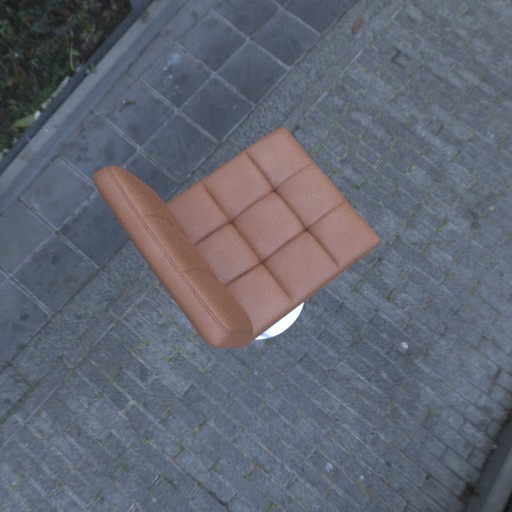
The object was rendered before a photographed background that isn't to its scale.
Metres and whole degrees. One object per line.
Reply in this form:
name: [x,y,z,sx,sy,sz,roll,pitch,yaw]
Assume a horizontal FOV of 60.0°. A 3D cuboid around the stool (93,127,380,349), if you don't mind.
stool: [0.000,0.000,1.363,0.505,1.115,0.430,-36,78,-9]
